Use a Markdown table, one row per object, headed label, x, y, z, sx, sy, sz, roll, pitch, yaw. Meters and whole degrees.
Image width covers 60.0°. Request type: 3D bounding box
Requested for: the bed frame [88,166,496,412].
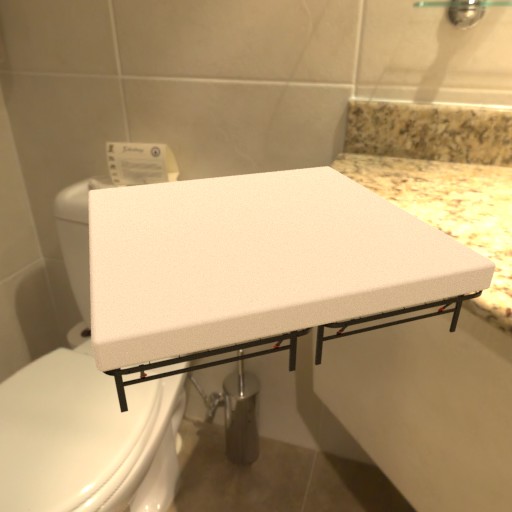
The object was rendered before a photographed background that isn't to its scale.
| label | x | y | z | sx | sy | sz | roll | pitch | yaw |
| --- | --- | --- | --- | --- | --- | --- | --- | --- | --- |
| bed frame | 0.000 | 0.000 | 2.957 | 2.033 | 0.525 | 1.935 | -9 | 29 | -17 |
